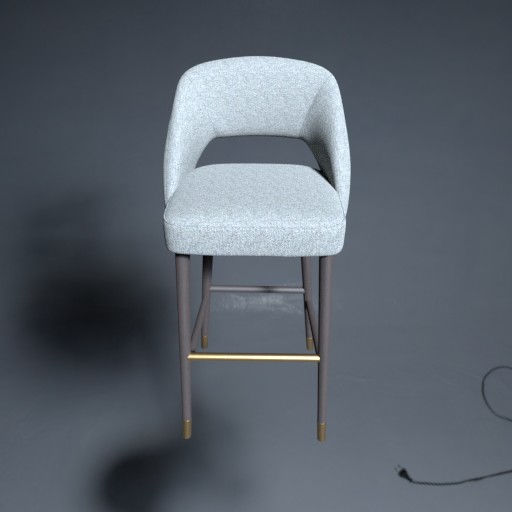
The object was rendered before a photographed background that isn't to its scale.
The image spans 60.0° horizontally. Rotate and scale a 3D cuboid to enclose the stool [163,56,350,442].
[{"bbox_3d":[0.000,0.000,1.385,0.536,1.089,0.524,1,31,1],"label":"stool"}]
